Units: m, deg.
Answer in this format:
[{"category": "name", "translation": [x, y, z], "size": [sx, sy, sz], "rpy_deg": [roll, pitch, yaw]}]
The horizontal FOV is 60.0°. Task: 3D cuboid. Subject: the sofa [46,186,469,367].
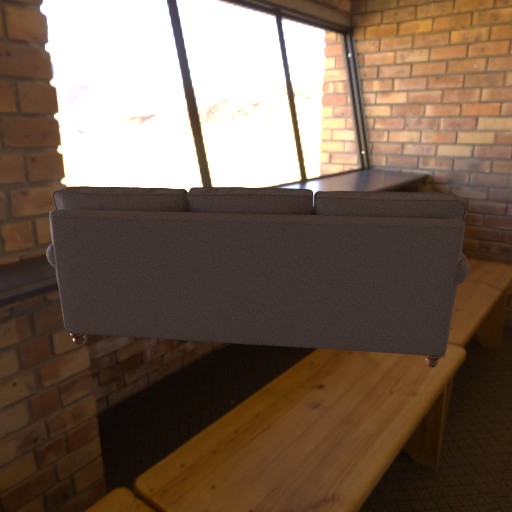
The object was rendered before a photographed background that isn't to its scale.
[{"category": "sofa", "translation": [0.000, 0.000, 2.808], "size": [2.353, 0.948, 0.966], "rpy_deg": [2, 17, 7]}]
